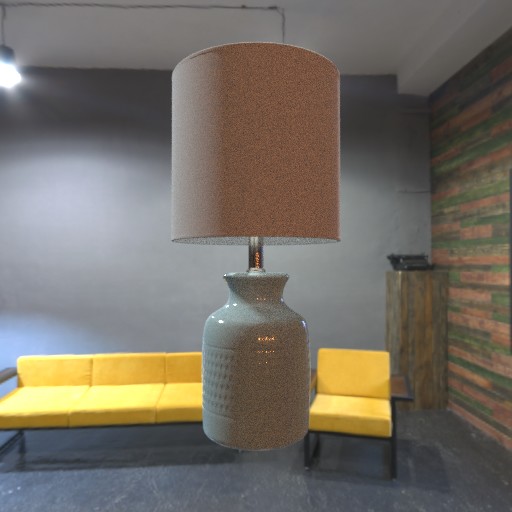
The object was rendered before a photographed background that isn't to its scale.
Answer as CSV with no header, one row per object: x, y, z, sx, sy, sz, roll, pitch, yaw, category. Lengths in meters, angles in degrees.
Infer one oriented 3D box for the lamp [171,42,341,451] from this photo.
0.000,0.000,1.110,0.418,0.871,0.418,0,-1,-1,lamp
